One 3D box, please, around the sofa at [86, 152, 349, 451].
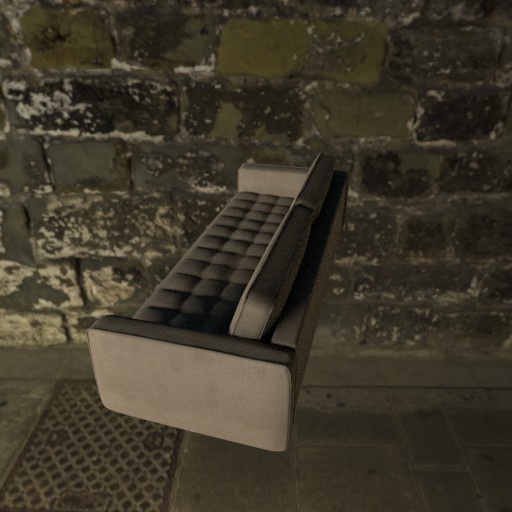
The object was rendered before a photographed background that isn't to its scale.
[{"bbox_3d":[0.000,0.000,2.799,0.923,0.813,2.295,8,32,14],"label":"sofa"}]
